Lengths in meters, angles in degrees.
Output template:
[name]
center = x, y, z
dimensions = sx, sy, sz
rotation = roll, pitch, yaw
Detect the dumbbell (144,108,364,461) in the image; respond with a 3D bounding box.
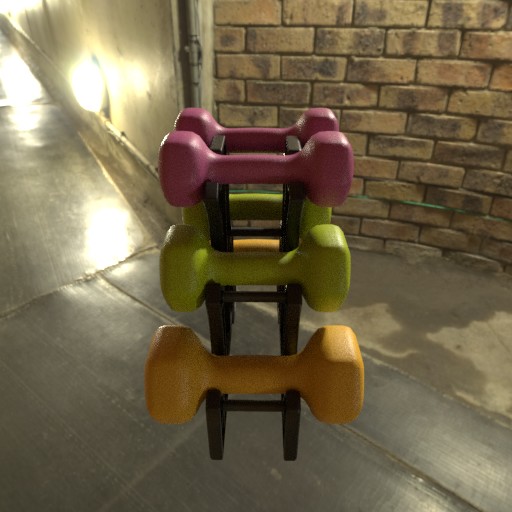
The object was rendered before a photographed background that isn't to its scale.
[dumbbell]
center = 0.000, 0.000, 0.457
dimensions = 0.190, 0.271, 0.300
rotation = 0, 32, 1
